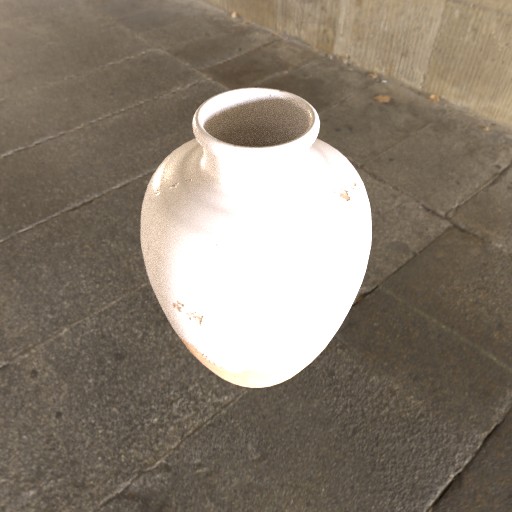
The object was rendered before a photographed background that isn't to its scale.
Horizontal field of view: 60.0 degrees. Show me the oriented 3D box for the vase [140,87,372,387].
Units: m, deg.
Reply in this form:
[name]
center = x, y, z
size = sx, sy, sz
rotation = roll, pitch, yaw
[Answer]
[vase]
center = 0.000, 0.000, 0.330
size = 0.158, 0.228, 0.158
rotation = 0, 47, 0
